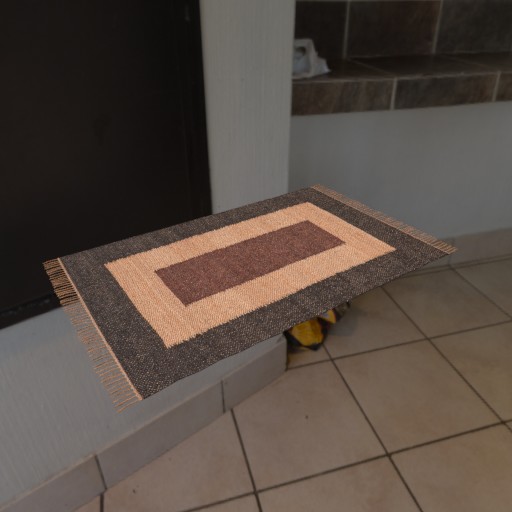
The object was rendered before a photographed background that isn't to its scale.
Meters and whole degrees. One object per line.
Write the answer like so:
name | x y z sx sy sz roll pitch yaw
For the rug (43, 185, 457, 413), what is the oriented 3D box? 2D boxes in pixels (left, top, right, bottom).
rug | 0.000 0.000 1.882 1.541 0.013 0.920 -20 36 -29
